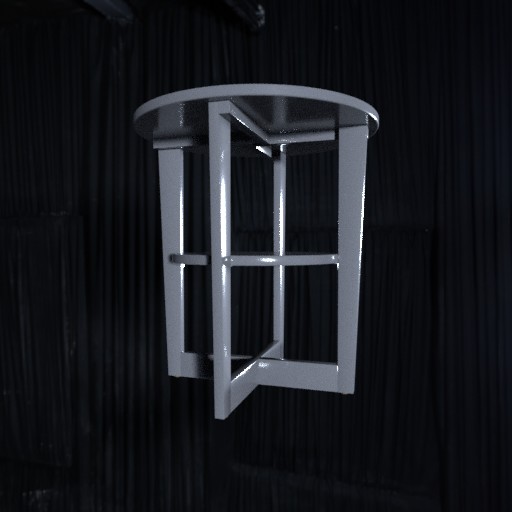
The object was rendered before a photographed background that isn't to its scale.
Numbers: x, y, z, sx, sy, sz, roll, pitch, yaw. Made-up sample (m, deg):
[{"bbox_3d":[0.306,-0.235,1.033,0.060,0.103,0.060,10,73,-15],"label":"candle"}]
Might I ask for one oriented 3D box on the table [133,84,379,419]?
[{"bbox_3d":[0.000,0.000,0.944,0.500,0.550,0.500,0,2,0],"label":"table"}]
